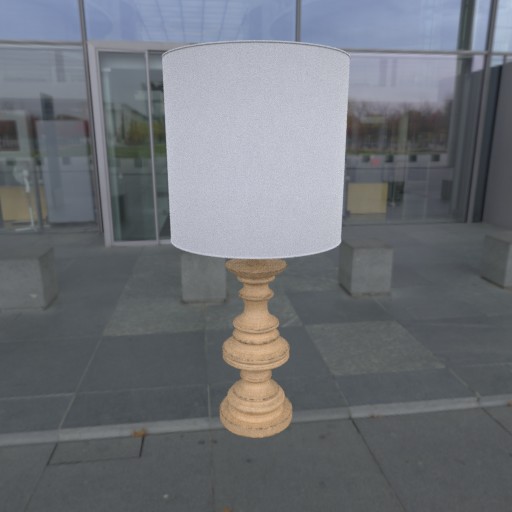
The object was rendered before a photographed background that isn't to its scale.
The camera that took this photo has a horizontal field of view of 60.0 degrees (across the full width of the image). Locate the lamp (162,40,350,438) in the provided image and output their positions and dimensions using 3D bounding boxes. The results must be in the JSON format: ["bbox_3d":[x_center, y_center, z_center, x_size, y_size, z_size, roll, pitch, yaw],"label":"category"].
[{"bbox_3d":[0.000,0.000,0.557,0.208,0.455,0.208,2,15,7],"label":"lamp"}]
